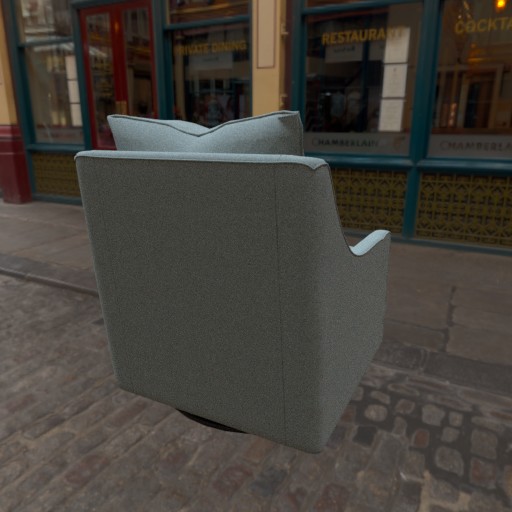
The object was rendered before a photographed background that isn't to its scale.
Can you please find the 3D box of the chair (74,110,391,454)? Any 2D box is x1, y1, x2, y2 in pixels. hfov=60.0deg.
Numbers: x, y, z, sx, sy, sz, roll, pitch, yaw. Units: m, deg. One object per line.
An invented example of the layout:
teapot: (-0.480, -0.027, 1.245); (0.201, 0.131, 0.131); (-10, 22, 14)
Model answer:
chair: (0.000, 0.000, 1.546); (0.760, 0.926, 0.870); (8, 17, 26)
